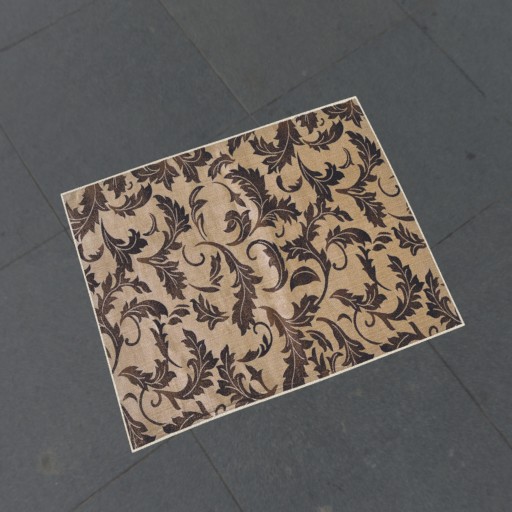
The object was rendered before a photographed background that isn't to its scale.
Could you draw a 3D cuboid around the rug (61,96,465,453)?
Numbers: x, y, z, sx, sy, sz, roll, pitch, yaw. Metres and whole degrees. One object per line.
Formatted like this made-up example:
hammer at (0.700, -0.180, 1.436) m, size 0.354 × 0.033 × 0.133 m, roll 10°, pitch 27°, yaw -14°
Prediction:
rug at (0.000, 0.000, 3.942) m, size 2.977 × 0.008 × 2.380 m, roll -20°, pitch 77°, yaw -5°
